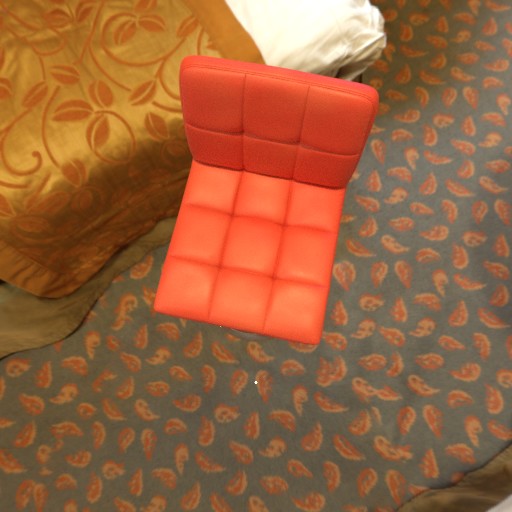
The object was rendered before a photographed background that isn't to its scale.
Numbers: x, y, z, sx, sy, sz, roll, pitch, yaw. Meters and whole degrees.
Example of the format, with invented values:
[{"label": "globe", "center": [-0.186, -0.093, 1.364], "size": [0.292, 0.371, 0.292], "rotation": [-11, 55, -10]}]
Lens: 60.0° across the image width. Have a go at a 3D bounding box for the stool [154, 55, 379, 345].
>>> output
[{"label": "stool", "center": [0.000, 0.000, 1.358], "size": [0.430, 1.115, 0.505], "rotation": [11, 74, 3]}]
